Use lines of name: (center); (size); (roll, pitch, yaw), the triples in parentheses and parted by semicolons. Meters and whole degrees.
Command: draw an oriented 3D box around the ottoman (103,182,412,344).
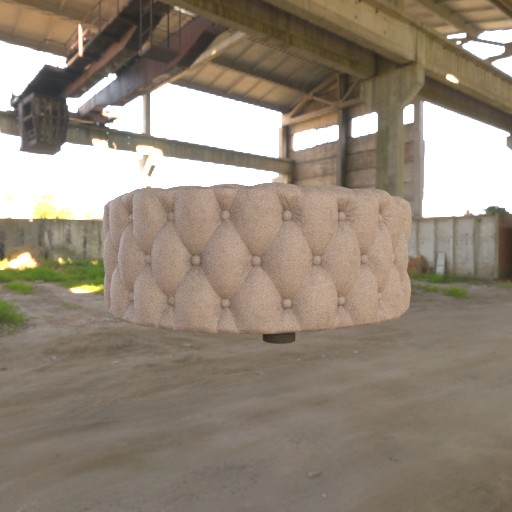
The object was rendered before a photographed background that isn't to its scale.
ottoman: (0.000, 0.000, 1.509); (0.998, 0.399, 0.998); (0, 2, 0)
